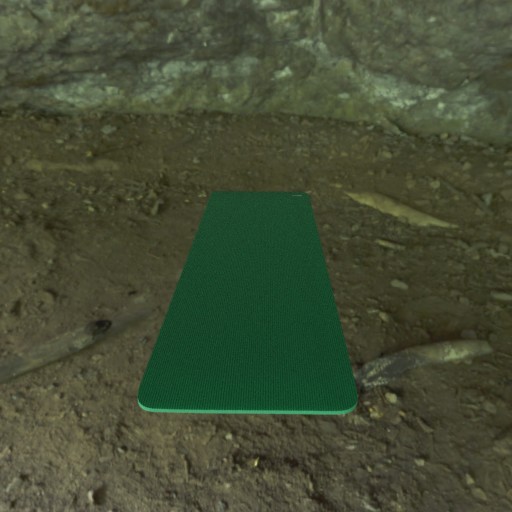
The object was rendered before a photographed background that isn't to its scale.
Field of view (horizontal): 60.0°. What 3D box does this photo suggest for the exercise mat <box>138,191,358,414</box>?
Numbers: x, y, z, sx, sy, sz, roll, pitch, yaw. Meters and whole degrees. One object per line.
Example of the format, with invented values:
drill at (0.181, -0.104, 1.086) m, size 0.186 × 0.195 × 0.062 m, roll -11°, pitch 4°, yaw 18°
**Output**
exercise mat at (0.000, 0.000, 2.021) m, size 0.616 × 0.021 × 1.869 m, roll 1°, pitch 26°, yaw 1°
